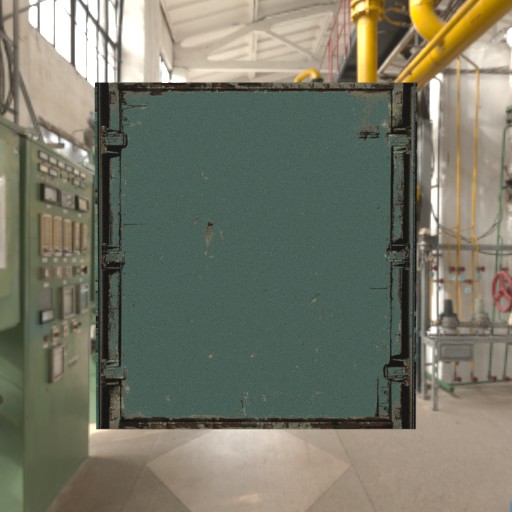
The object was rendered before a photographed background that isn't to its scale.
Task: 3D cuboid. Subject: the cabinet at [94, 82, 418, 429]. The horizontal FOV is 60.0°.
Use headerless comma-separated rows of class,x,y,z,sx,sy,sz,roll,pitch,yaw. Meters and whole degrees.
cabinet,0.000,0.000,3.098,2.000,2.160,0.680,0,1,0
